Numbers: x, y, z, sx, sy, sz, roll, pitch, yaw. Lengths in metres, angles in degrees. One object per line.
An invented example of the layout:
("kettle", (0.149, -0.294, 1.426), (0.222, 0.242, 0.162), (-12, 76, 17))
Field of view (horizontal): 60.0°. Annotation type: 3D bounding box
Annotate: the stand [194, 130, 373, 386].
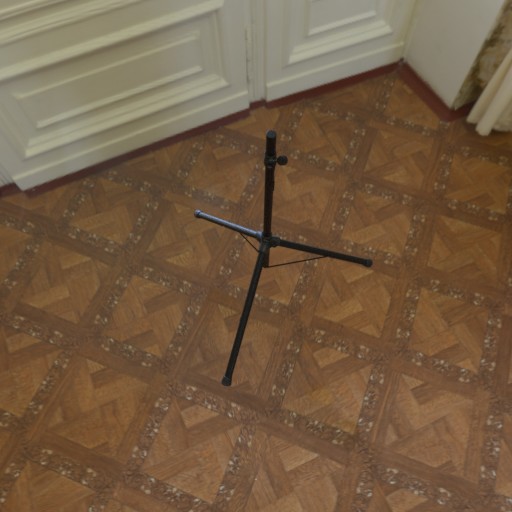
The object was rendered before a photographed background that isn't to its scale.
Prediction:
("stand", (0.000, 0.000, 1.842), (1.045, 1.136, 0.907), (18, 65, 9))
